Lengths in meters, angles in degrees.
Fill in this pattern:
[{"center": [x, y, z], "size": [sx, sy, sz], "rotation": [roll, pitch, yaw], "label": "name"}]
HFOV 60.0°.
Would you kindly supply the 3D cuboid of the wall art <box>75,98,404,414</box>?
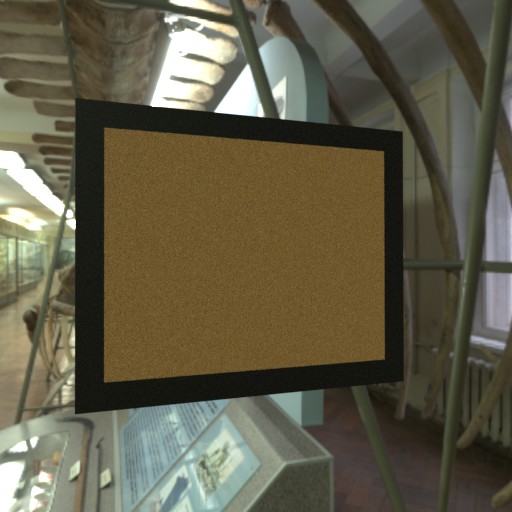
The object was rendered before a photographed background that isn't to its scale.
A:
[{"center": [0.000, 0.000, 0.742], "size": [0.561, 0.460, 0.028], "rotation": [0, 0, -18], "label": "wall art"}]
